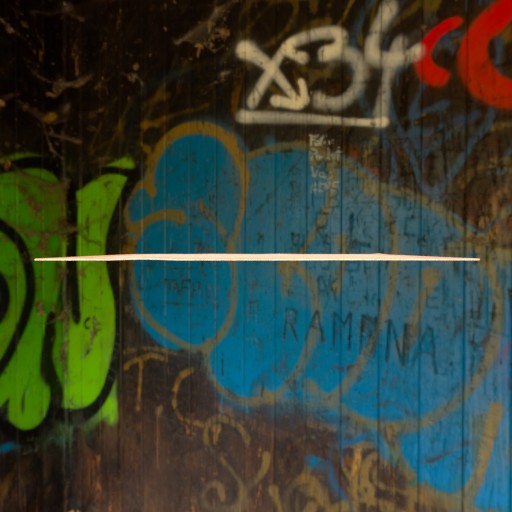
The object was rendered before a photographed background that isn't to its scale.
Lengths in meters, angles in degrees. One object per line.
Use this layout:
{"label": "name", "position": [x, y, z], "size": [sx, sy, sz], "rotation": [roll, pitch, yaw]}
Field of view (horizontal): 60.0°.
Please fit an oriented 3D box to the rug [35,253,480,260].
{"label": "rug", "position": [0.000, 0.000, 4.237], "size": [3.057, 0.021, 2.431], "rotation": [0, 1, -1]}
